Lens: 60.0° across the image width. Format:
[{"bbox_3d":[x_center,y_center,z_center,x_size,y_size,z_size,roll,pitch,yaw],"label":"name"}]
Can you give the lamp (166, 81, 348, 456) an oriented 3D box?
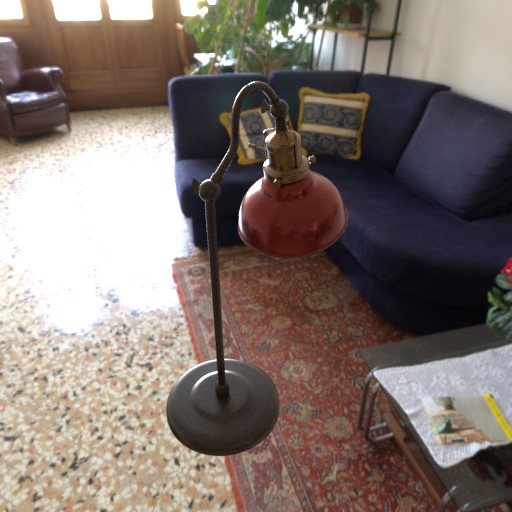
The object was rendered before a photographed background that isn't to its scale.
[{"bbox_3d":[0.000,0.000,0.682,0.192,0.508,0.374,22,38,31],"label":"lamp"}]
